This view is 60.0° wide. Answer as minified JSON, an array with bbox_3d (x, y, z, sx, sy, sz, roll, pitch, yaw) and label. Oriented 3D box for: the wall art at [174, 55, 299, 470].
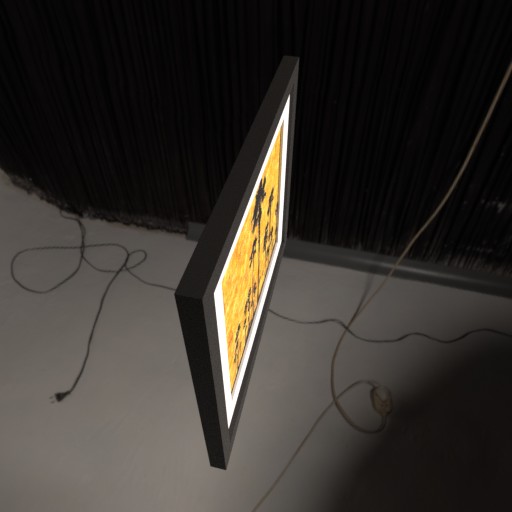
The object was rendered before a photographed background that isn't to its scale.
[{"bbox_3d":[0.000,0.000,0.766,0.028,0.460,0.561,9,47,9],"label":"wall art"}]
